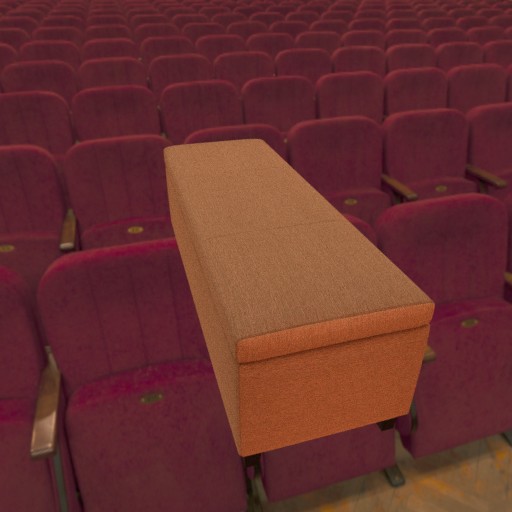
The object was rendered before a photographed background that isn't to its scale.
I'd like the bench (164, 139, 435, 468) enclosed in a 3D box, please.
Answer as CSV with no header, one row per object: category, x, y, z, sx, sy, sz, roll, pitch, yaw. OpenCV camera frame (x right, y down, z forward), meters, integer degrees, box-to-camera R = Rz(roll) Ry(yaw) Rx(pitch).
bench,0.000,0.000,1.490,0.446,0.438,1.269,-9,32,-14
